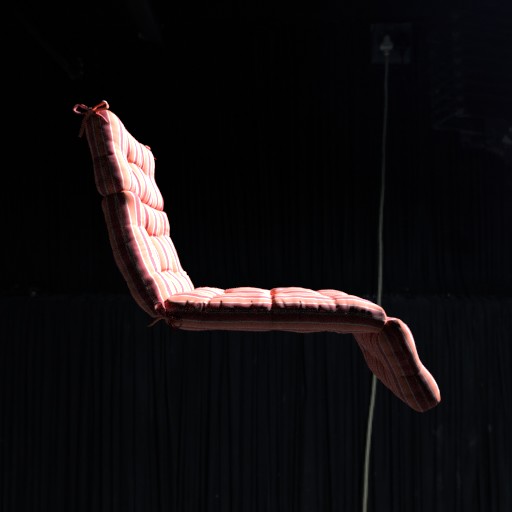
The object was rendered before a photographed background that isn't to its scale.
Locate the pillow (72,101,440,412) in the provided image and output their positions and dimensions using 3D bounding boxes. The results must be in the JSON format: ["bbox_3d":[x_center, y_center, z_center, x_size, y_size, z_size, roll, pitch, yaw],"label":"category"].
[{"bbox_3d":[0.000,0.000,1.455,1.016,0.863,0.526,0,-2,1],"label":"pillow"}]
